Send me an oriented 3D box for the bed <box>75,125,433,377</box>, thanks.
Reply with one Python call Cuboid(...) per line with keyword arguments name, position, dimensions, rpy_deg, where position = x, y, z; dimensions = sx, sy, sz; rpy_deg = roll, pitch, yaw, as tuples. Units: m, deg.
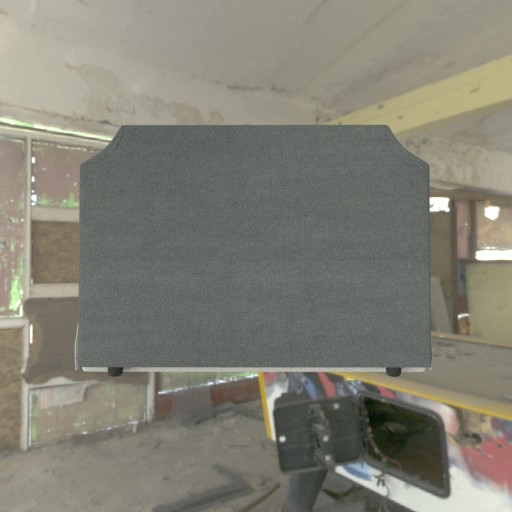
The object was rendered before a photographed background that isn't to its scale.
Cuboid(name="bed", position=(0.000, 0.000, 3.504), dimensions=(1.977, 1.306, 2.464), rpy_deg=(0, -1, 0))
